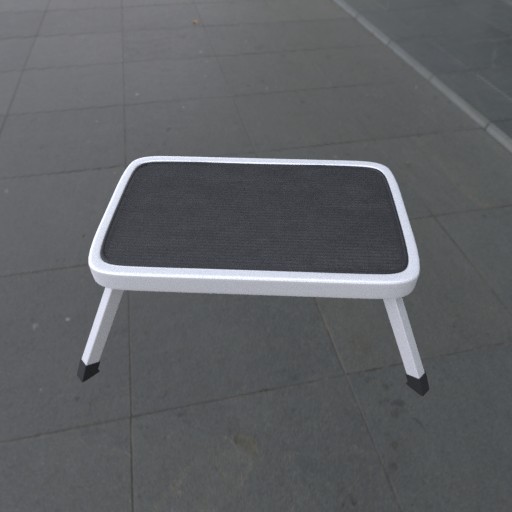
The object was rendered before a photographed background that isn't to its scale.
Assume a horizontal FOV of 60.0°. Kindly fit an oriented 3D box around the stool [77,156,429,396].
[{"bbox_3d":[0.000,0.000,0.625,0.460,0.170,0.320,2,45,2],"label":"stool"}]
